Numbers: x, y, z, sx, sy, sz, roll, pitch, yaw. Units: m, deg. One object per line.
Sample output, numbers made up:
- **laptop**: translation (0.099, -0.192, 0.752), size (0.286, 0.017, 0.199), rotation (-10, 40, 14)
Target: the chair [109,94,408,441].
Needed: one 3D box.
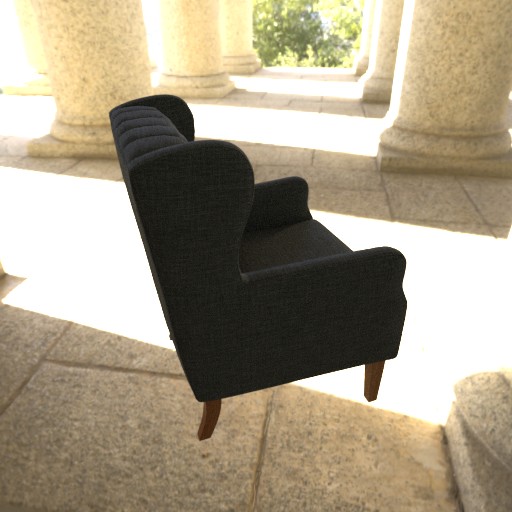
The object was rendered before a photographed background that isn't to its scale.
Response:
- **chair**: translation (0.000, 0.000, 1.472), size (0.775, 0.953, 0.711), rotation (-10, 31, -17)
